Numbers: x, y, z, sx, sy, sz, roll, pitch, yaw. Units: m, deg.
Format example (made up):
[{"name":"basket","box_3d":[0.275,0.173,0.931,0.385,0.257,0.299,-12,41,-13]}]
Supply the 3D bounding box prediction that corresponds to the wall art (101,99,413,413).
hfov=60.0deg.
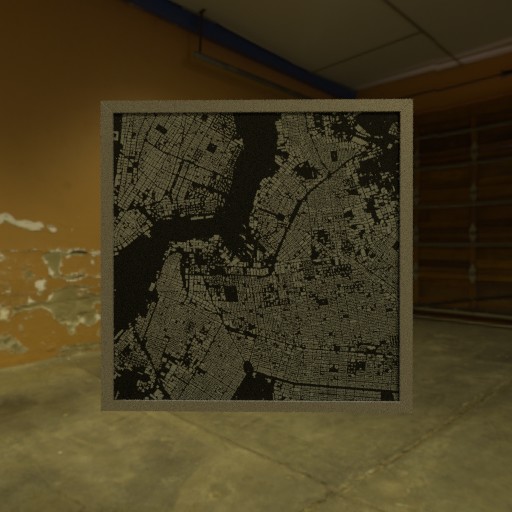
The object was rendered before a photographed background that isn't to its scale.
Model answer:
[{"name":"wall art","box_3d":[0.000,0.000,0.737,0.506,0.506,0.038,0,0,1]}]
